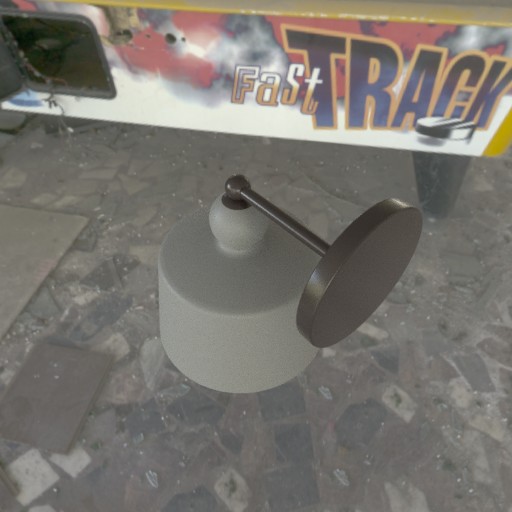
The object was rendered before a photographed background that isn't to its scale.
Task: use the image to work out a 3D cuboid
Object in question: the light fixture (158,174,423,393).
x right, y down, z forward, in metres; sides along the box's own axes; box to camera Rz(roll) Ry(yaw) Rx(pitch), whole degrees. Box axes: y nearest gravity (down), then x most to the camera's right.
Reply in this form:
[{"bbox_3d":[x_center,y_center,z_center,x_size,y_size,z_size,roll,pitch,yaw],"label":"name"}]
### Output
[{"bbox_3d":[0.000,0.000,0.445,0.204,0.268,0.254,-32,54,-27],"label":"light fixture"}]
